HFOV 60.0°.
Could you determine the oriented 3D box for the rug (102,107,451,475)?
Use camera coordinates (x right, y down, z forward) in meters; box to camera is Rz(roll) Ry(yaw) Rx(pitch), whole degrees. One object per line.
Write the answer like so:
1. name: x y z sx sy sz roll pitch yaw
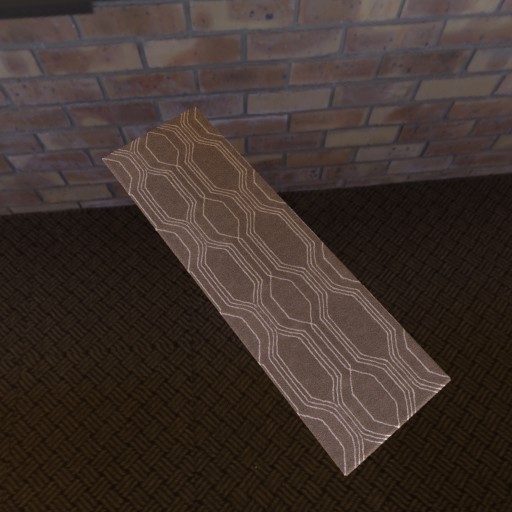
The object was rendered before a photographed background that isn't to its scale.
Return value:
1. rug: 0.000 0.000 2.718 0.773 0.012 2.464 -35 69 -15
